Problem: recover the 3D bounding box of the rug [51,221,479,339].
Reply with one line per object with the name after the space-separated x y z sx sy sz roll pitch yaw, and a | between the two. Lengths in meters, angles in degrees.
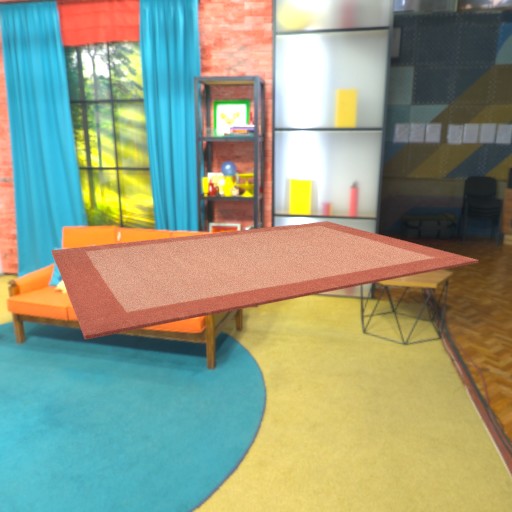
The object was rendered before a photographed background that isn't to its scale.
0.000 0.000 2.269 1.829 0.014 1.219 -8 17 -27 | rug
